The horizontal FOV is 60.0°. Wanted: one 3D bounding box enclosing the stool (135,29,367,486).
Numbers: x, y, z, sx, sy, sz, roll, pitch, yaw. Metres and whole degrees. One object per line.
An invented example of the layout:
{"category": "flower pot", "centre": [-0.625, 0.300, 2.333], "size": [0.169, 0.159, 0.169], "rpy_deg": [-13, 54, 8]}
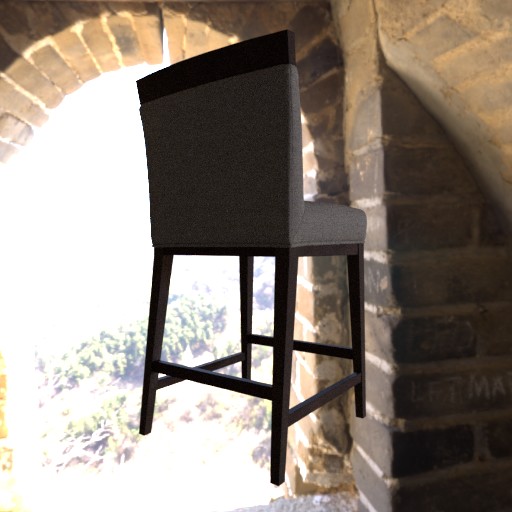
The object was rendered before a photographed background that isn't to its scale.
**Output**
{"category": "stool", "centre": [0.000, 0.000, 1.310], "size": [0.512, 1.009, 0.531], "rpy_deg": [1, 1, 36]}
